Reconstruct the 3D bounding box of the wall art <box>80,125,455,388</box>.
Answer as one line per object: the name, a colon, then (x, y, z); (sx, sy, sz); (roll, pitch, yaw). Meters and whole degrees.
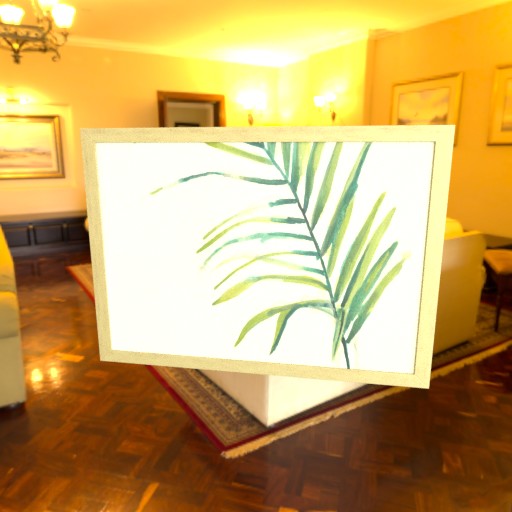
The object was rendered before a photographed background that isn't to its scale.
wall art: (0.000, 0.000, 0.680); (0.532, 0.380, 0.032); (2, 14, 10)
